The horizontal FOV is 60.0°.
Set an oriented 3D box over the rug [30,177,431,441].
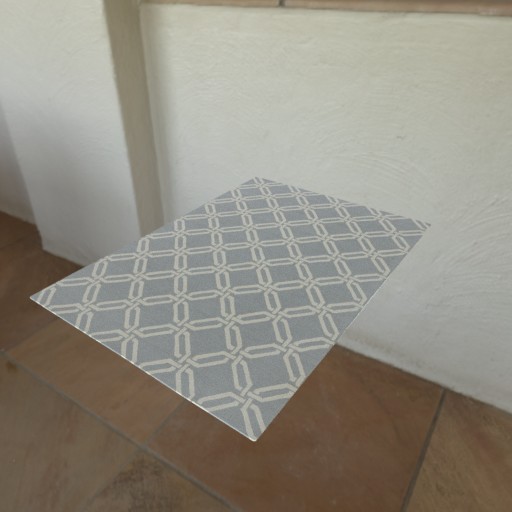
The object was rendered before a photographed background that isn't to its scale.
[{"bbox_3d":[0.000,0.000,2.768,1.522,0.013,2.133,21,38,30],"label":"rug"}]
